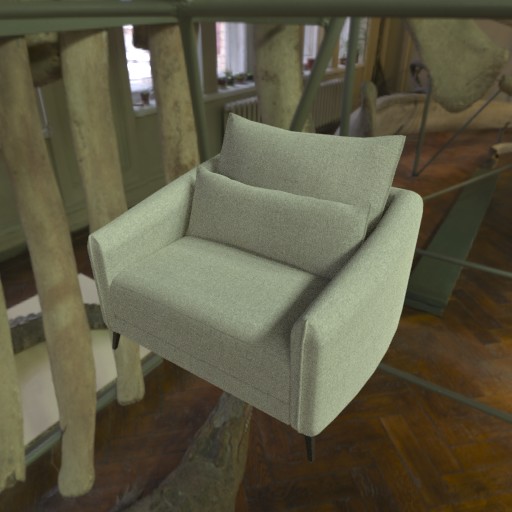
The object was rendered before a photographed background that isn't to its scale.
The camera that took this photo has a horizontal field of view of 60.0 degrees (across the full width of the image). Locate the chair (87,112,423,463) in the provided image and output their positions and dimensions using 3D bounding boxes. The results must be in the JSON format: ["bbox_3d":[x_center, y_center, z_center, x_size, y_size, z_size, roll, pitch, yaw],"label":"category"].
[{"bbox_3d":[0.000,0.000,1.659,1.029,0.856,0.801,19,34,30],"label":"chair"}]
